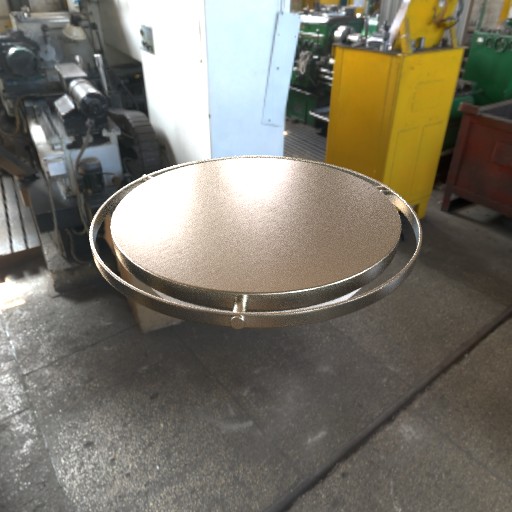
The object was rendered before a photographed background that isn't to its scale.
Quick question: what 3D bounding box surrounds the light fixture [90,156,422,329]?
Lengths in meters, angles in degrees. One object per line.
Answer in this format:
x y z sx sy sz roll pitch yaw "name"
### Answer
0.000 0.000 0.536 0.361 0.130 0.361 0 33 0 "light fixture"
